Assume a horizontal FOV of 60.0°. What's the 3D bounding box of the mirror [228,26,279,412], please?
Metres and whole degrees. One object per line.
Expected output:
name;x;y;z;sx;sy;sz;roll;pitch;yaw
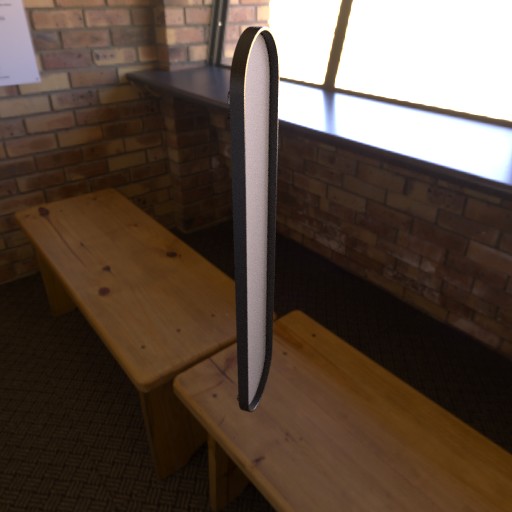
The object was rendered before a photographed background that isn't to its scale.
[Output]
mirror;0.000;0.000;1.075;0.032;0.991;0.222;10;32;16
